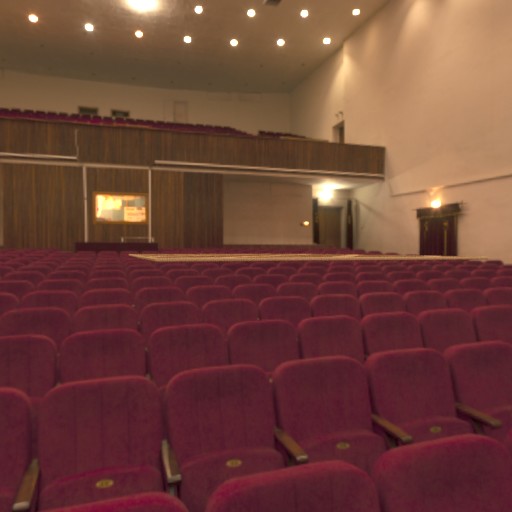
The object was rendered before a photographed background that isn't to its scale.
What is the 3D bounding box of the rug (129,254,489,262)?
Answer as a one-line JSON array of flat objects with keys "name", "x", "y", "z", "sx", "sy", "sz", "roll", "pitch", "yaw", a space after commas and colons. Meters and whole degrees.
[{"name": "rug", "x": 0.000, "y": 0.000, "z": 2.896, "sx": 1.526, "sy": 0.014, "sz": 2.290, "roll": 0, "pitch": 1, "yaw": -18}]
